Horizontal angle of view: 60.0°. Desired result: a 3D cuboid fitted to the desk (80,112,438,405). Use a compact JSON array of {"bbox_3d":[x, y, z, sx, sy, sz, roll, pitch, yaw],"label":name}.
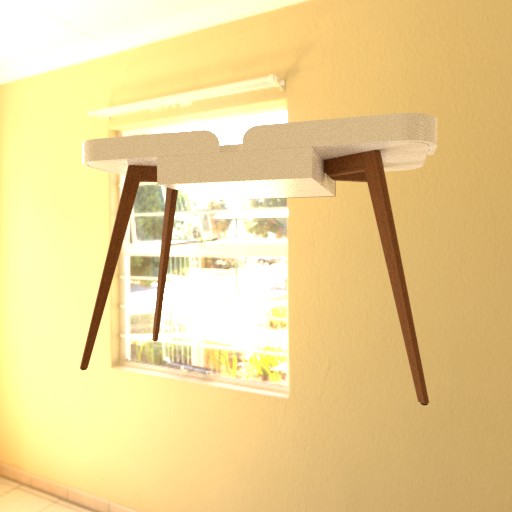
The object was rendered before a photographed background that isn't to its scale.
[{"bbox_3d":[0.000,0.000,1.630,1.206,0.807,0.534,0,2,18],"label":"desk"}]
